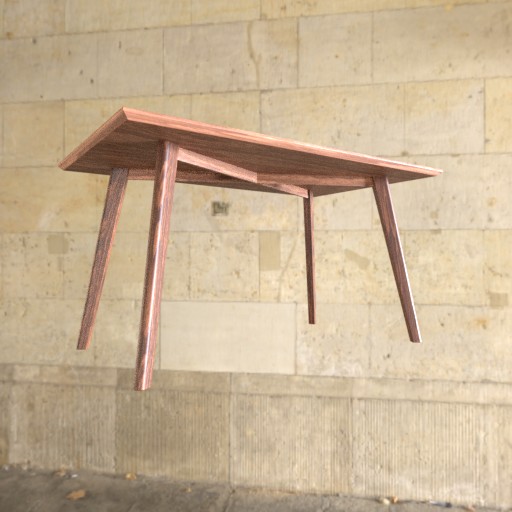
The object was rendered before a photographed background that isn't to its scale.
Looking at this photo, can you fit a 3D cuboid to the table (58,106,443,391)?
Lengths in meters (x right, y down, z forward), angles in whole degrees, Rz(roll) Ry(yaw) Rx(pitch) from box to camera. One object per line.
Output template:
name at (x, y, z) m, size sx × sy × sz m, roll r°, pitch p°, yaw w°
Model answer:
table at (0.000, 0.000, 1.800) m, size 1.349 × 0.724 × 0.801 m, roll 0°, pitch -1°, yaw -35°
